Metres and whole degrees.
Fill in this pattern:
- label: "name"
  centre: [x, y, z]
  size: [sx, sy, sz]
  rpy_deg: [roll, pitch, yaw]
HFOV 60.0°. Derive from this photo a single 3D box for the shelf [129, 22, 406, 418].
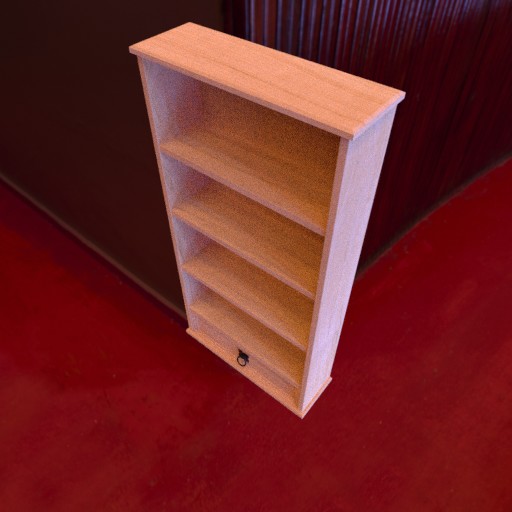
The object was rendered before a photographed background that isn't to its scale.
- label: "shelf"
  centre: [0.000, 0.000, 1.199]
  size: [0.520, 1.030, 0.175]
  rpy_deg: [31, 54, 26]
